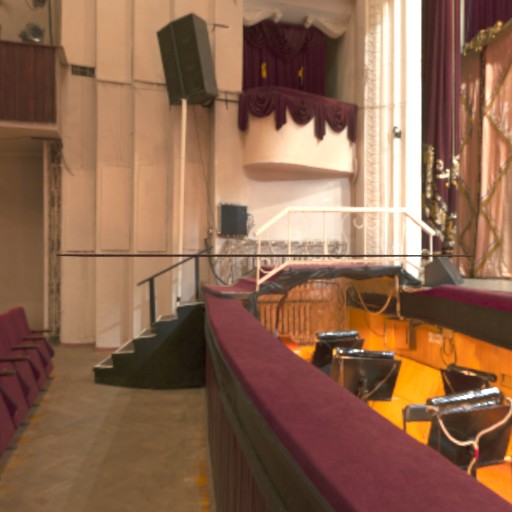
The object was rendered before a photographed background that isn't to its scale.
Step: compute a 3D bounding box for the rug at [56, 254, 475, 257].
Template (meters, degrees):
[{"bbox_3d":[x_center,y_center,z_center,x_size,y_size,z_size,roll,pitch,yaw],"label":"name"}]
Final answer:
[{"bbox_3d":[0.000,0.000,3.218,2.476,0.011,1.554,0,0,-17],"label":"rug"}]
